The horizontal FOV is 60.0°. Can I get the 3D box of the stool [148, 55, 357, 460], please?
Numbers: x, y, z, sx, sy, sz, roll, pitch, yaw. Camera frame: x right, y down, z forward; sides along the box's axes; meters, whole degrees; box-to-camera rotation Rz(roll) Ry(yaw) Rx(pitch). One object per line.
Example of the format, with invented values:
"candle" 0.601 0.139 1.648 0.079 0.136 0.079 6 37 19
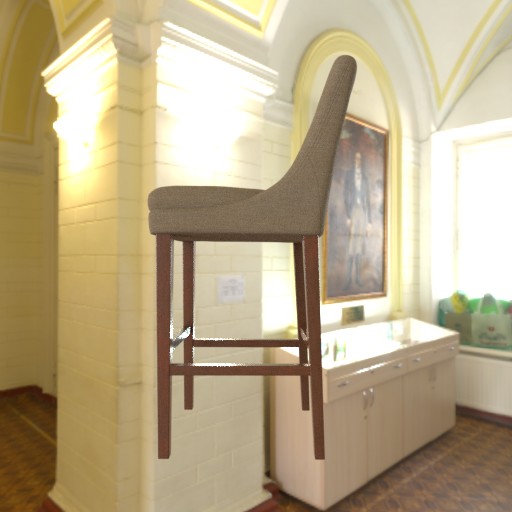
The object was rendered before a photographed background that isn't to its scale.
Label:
"stool" 0.000 0.000 1.382 0.577 1.078 0.470 0 -1 1
